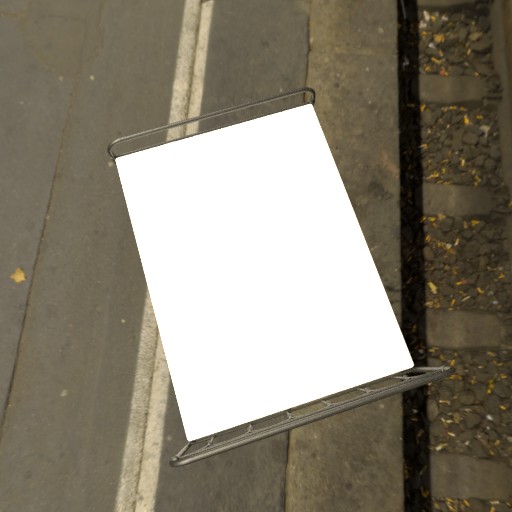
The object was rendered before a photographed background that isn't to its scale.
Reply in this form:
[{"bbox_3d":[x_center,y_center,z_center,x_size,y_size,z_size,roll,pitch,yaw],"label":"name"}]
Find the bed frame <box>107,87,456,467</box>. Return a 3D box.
[{"bbox_3d":[0.000,0.000,3.142,1.664,1.276,2.203,-17,76,-4],"label":"bed frame"}]
